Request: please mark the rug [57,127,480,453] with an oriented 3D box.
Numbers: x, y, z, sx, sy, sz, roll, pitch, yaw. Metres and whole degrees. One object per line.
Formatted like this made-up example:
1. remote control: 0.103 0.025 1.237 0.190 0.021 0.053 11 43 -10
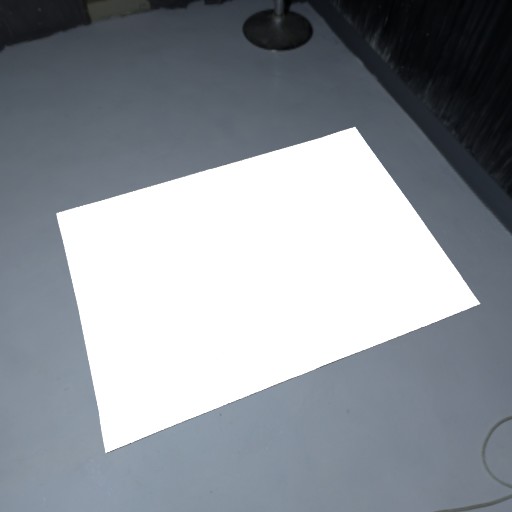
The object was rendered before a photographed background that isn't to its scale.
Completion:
1. rug: 0.000 0.000 3.563 2.869 0.038 2.032 -18 61 -11
